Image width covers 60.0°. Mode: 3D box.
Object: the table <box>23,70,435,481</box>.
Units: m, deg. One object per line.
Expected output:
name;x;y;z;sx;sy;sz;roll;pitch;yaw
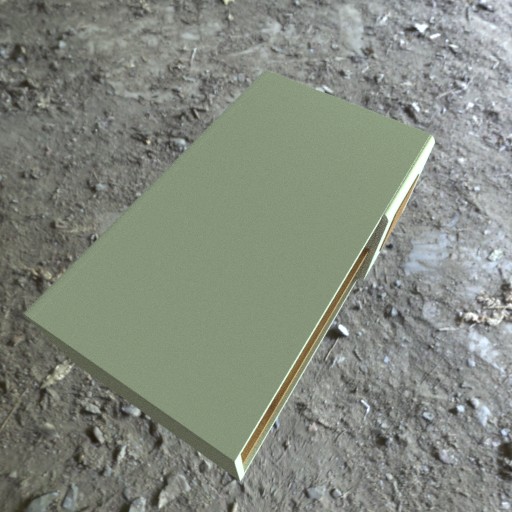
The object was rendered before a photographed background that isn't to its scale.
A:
table;0.000;0.000;1.395;0.639;0.442;1.097;28;62;16
